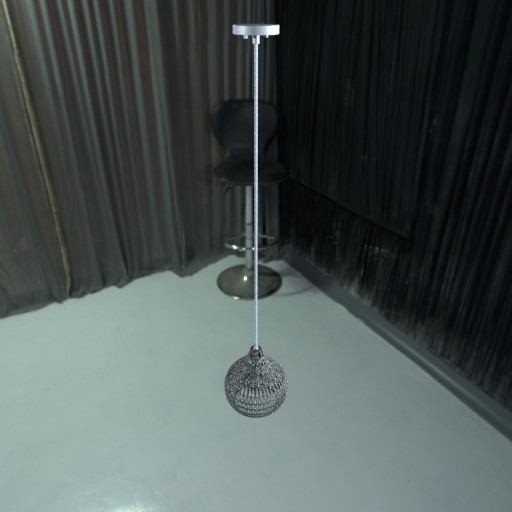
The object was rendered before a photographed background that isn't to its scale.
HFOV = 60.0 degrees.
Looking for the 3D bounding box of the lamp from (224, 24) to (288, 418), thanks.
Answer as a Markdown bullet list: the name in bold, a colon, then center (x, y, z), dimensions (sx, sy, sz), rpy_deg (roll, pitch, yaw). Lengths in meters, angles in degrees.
- **lamp**: center (0.000, 0.000, 2.073), dimensions (0.355, 1.919, 0.355), rpy_deg (-19, 35, -30)
